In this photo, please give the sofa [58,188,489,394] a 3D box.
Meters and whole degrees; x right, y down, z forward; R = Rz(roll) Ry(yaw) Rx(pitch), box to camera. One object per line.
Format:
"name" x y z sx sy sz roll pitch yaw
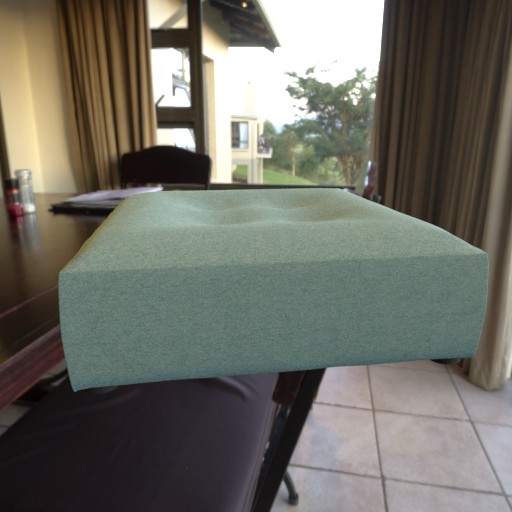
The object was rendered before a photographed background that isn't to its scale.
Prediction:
"sofa" 0.000 0.000 1.391 0.930 0.330 0.930 -2 16 -8
